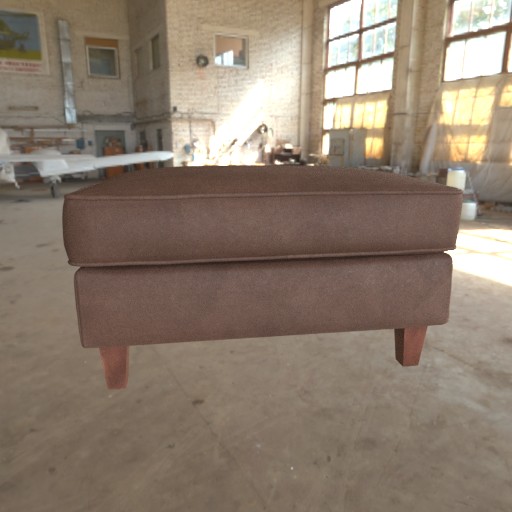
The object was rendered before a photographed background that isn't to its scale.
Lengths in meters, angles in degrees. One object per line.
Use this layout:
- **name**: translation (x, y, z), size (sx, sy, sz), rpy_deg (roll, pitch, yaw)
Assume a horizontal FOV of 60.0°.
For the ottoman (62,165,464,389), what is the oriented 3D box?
- **ottoman**: translation (0.000, 0.000, 1.213), size (0.860, 0.481, 0.596), rpy_deg (-2, 14, -8)
